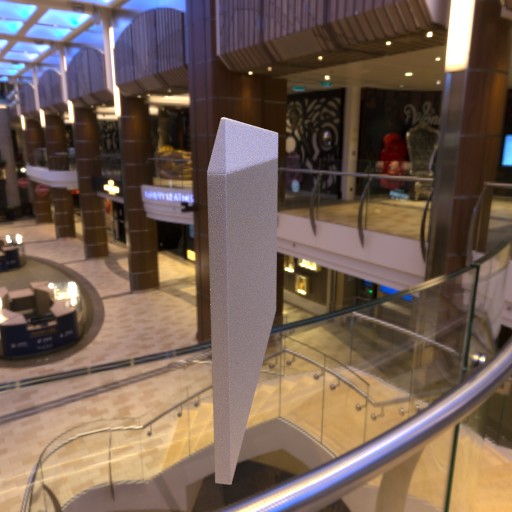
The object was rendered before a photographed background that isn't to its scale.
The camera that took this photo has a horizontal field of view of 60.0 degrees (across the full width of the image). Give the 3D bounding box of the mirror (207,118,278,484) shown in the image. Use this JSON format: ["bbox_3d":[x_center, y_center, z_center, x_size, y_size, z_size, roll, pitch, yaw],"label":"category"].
[{"bbox_3d":[0.000,0.000,1.138,0.030,0.630,0.870,2,14,8],"label":"mirror"}]
